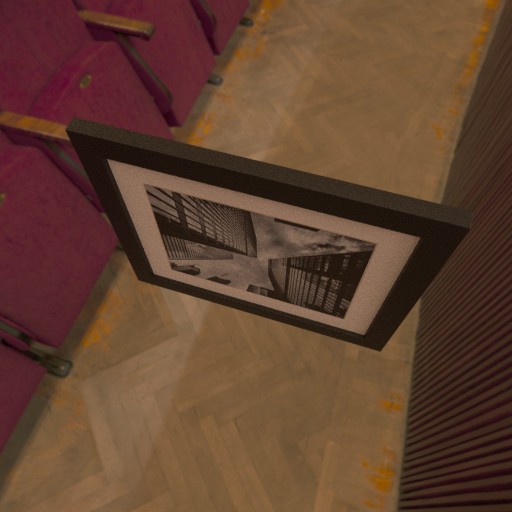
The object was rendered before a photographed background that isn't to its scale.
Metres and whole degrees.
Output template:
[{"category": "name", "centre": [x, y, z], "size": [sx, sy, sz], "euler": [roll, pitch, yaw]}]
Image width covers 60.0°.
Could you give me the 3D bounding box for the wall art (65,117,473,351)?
[{"category": "wall art", "centre": [0.000, 0.000, 0.782], "size": [0.558, 0.457, 0.031], "euler": [15, 60, 9]}]
